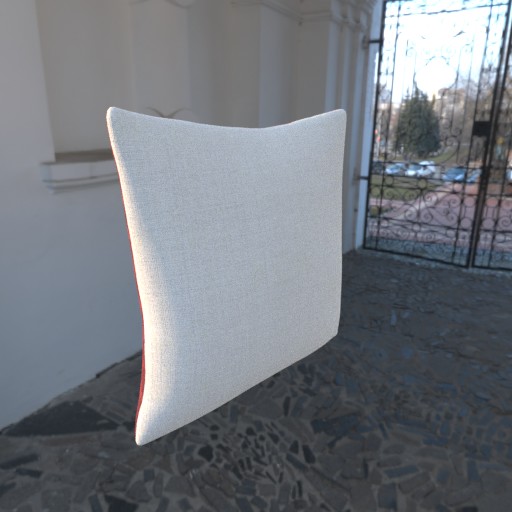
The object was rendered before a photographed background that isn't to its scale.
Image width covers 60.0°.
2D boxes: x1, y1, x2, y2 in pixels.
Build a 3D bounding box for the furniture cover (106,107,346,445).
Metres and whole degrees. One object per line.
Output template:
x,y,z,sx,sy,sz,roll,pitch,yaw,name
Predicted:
0.000,0.000,0.657,0.145,0.420,0.435,16,23,43,furniture cover
